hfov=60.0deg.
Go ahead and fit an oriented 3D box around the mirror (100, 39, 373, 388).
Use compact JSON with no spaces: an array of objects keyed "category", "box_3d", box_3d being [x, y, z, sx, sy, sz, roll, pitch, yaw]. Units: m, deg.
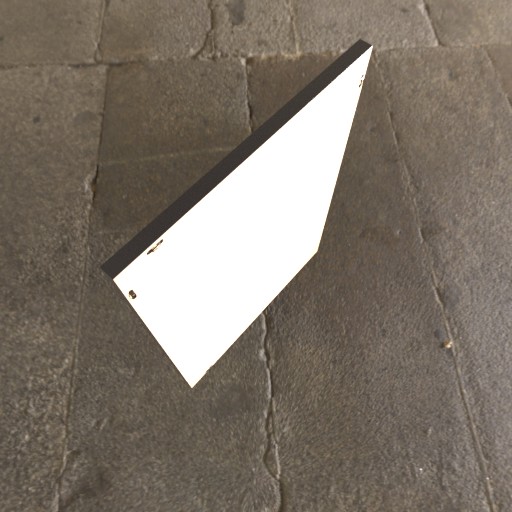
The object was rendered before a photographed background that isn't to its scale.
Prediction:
[{"category":"mirror","box_3d":[0.000,0.000,1.329,0.040,1.016,0.762,38,70,17]}]
